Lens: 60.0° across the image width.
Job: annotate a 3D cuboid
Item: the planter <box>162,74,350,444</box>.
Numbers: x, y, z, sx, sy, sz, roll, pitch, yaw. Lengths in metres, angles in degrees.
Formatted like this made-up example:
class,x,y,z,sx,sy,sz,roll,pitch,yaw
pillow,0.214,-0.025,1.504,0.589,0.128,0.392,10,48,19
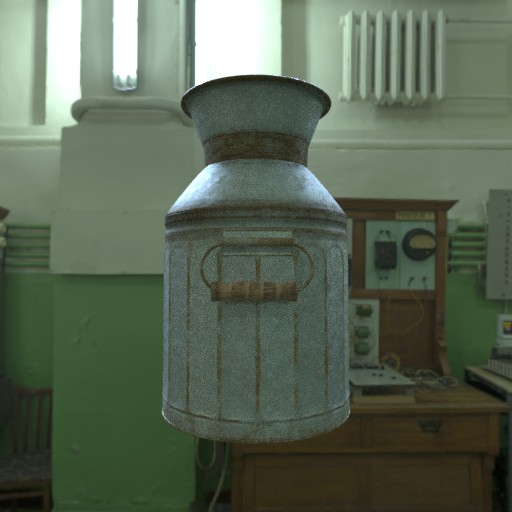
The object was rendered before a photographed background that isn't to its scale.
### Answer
class,x,y,z,sx,sy,sz,roll,pitch,yaw
planter,0.000,0.000,0.523,0.215,0.358,0.248,0,-1,-1
